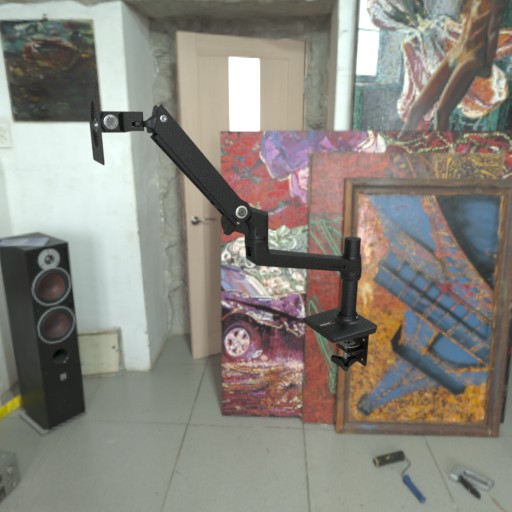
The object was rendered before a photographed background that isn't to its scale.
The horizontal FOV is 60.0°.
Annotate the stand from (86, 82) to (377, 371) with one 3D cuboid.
[{"bbox_3d":[0.000,0.000,1.020,0.650,0.713,0.152,-8,18,-25],"label":"stand"}]
